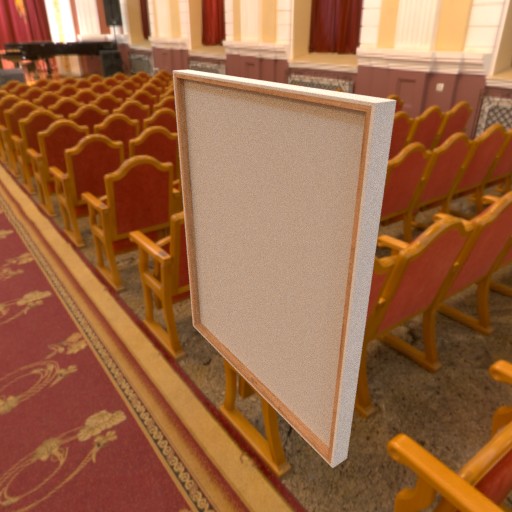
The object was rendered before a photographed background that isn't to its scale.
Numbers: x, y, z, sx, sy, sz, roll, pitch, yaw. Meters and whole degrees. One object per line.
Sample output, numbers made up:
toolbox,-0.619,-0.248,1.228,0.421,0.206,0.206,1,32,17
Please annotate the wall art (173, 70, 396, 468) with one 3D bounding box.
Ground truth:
wall art,0.000,0.000,0.823,0.037,0.606,0.508,-18,32,-31
